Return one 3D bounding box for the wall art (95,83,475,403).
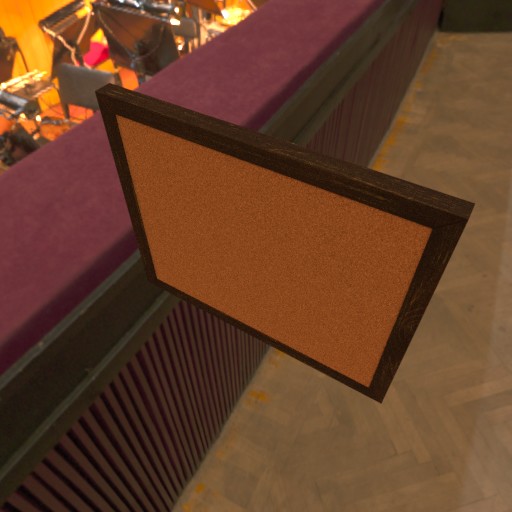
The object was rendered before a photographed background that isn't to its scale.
[{"bbox_3d":[0.000,0.000,0.755,0.558,0.457,0.032,24,52,21],"label":"wall art"}]
